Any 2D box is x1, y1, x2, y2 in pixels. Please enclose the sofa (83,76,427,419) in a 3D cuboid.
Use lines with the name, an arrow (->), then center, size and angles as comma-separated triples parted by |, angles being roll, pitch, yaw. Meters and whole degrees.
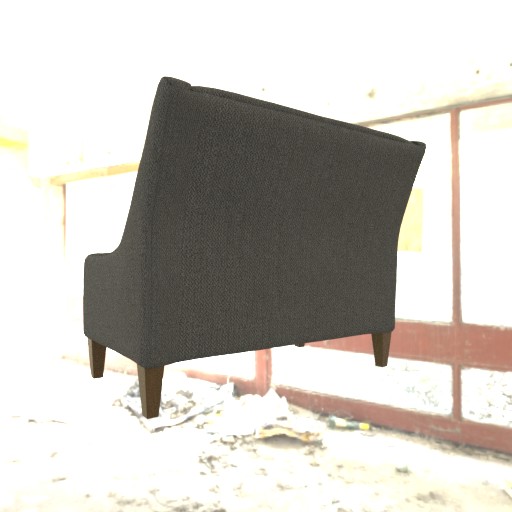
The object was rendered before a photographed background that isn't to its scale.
sofa -> 0.000, 0.000, 1.908 | 1.242, 1.022, 0.873 | 0, -1, -36
